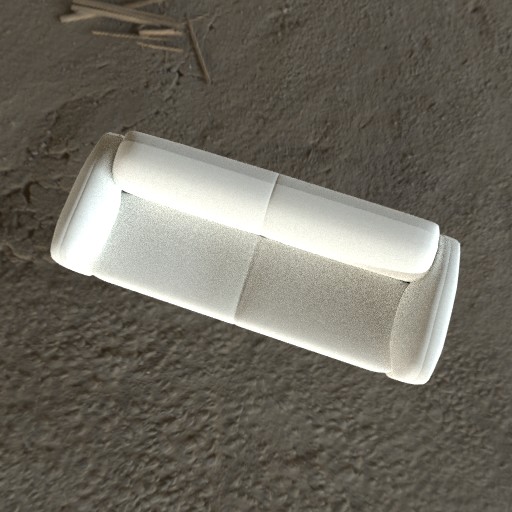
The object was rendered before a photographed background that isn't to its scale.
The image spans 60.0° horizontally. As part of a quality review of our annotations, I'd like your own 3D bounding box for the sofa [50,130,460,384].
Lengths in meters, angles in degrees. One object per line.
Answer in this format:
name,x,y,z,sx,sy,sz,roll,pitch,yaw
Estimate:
sofa,0.000,0.000,2.700,2.280,0.780,0.870,18,77,4
